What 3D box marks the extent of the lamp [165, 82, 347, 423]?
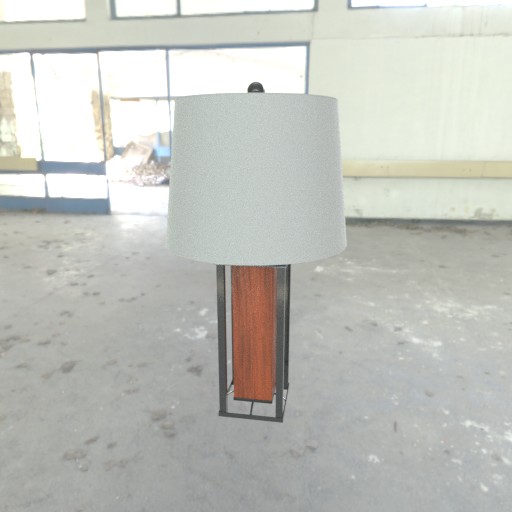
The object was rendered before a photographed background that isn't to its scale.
[{"bbox_3d":[0.000,0.000,0.802,0.320,0.591,0.320,0,15,0],"label":"lamp"}]
